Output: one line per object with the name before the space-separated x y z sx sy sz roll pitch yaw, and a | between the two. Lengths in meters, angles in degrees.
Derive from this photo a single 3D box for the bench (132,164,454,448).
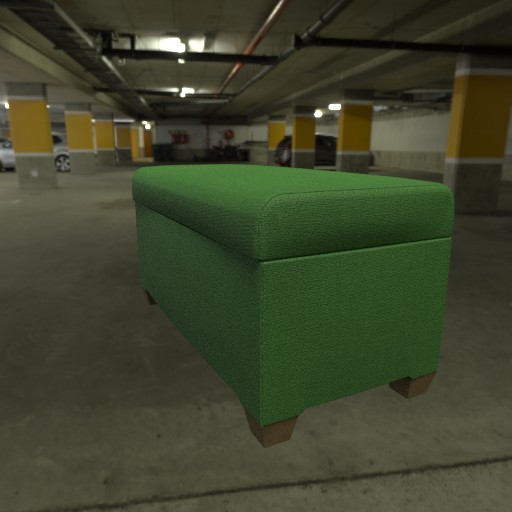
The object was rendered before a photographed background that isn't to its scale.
bench | 0.000 0.000 1.284 0.505 0.501 0.989 -7 16 -26
